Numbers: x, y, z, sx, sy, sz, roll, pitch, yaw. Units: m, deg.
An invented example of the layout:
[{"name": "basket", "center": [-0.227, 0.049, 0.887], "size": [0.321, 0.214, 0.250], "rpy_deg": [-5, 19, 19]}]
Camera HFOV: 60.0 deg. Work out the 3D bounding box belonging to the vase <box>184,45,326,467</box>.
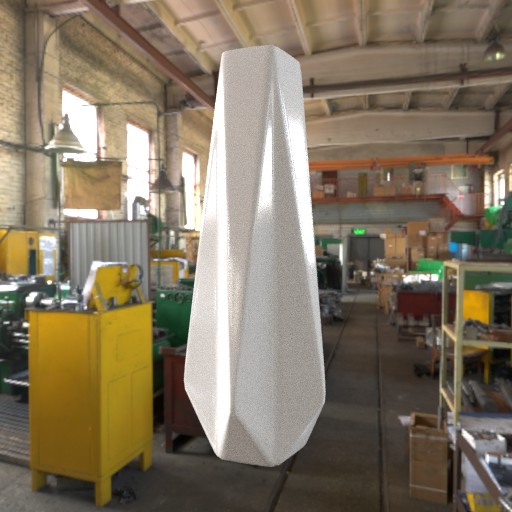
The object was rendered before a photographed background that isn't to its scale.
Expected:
[{"name": "vase", "center": [0.000, 0.000, 0.385], "size": [0.122, 0.329, 0.116], "rpy_deg": [0, 1, -18]}]
